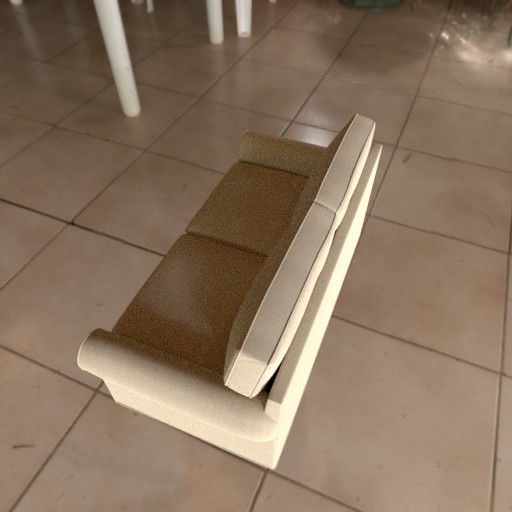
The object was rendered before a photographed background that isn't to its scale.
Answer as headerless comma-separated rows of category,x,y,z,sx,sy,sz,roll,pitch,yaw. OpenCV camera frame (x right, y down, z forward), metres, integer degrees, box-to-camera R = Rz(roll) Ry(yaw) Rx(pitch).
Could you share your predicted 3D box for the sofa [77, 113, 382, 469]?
sofa,0.000,0.000,2.278,0.861,0.933,1.774,17,50,15
